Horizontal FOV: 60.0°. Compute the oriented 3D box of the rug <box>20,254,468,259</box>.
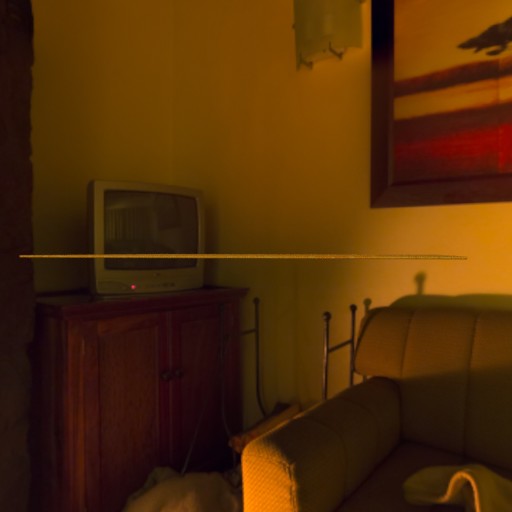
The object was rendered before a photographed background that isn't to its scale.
[{"bbox_3d":[0.000,0.000,2.277,1.829,0.010,1.213,0,1,18],"label":"rug"}]
